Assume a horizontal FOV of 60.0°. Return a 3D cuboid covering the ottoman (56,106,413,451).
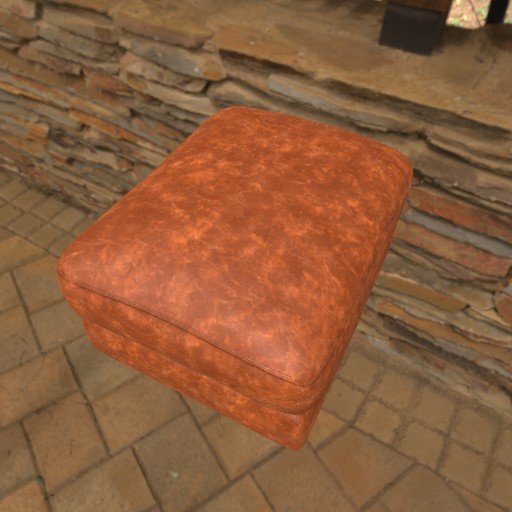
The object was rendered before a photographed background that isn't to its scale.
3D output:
[{"bbox_3d":[0.000,0.000,1.251,0.657,0.562,0.832,21,51,18],"label":"ottoman"}]
